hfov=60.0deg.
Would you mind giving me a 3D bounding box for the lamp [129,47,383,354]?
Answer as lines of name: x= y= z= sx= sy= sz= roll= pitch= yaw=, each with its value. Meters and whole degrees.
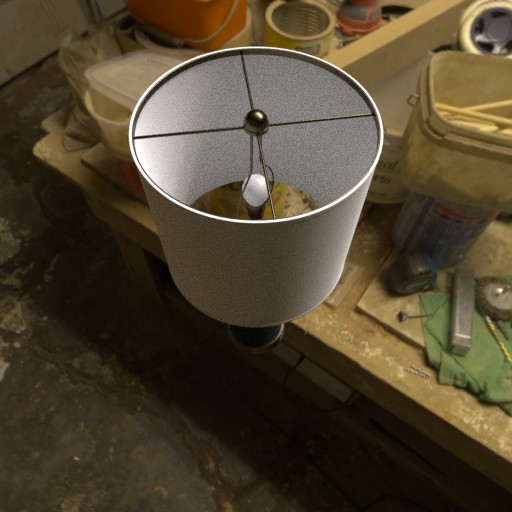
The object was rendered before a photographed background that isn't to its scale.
lamp: x=0.000 y=0.000 z=0.784 sx=0.301 sy=0.630 sz=0.301 roll=33 pitch=63 yaw=19
